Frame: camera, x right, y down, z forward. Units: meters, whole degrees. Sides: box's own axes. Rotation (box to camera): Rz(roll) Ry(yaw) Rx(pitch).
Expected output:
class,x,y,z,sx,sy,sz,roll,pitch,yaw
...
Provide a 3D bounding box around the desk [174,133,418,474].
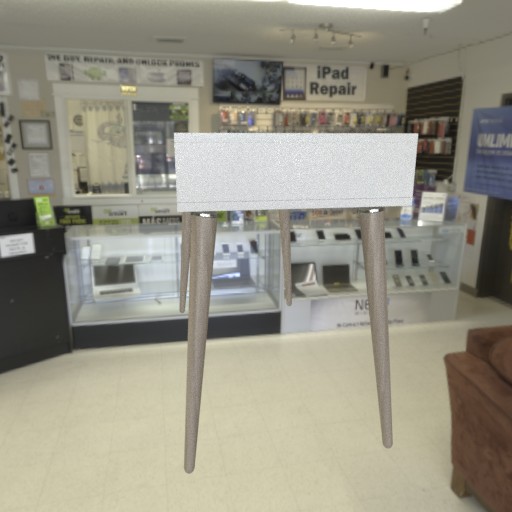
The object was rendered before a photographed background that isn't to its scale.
class,x,y,z,sx,sy,sz,roll,pitch,yaw
desk,0.000,0.000,1.382,0.491,0.723,0.979,-3,15,-10
